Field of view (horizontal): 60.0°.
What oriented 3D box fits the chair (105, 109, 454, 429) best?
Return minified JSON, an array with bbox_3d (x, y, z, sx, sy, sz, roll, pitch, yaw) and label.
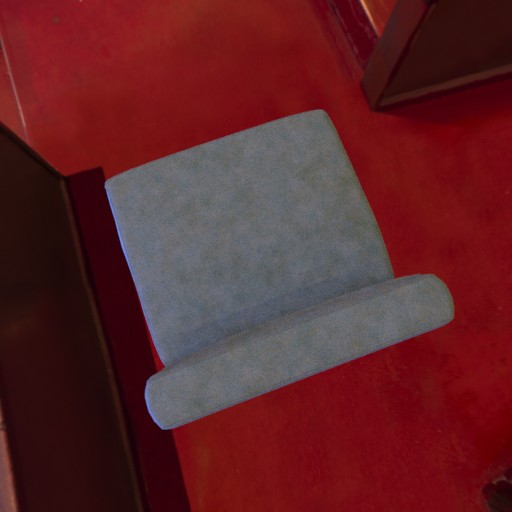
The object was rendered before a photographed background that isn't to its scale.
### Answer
[{"bbox_3d":[0.000,0.000,1.262,0.684,0.660,0.685,-20,78,-4],"label":"chair"}]
